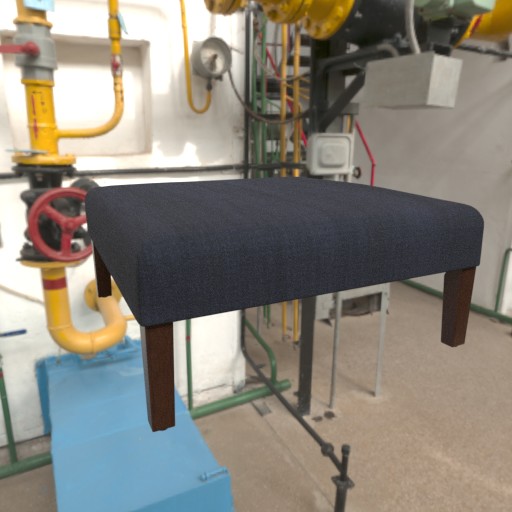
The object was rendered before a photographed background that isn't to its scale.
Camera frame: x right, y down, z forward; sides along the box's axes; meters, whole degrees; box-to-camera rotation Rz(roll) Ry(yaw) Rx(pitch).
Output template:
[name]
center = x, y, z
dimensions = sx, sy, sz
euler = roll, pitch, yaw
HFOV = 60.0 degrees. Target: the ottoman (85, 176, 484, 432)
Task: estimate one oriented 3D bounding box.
[ottoman]
center = 0.000, 0.000, 1.367
dimensions = 0.889, 0.411, 0.890
euler = -7, 17, -25
